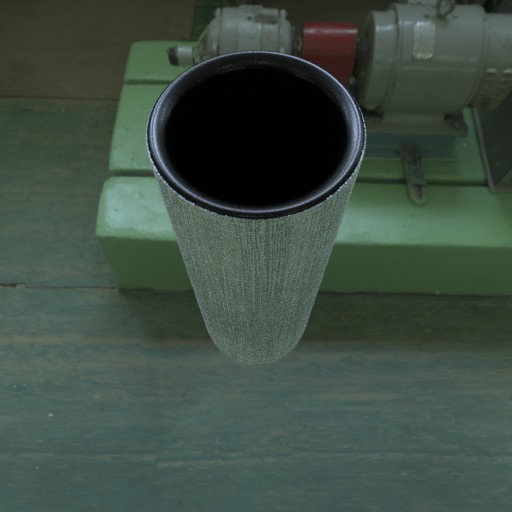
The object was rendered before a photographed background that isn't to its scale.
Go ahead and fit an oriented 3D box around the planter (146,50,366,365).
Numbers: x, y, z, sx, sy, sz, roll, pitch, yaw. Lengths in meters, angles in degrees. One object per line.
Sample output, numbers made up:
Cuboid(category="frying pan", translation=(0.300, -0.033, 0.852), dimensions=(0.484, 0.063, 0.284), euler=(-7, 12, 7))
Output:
Cuboid(category="planter", translation=(0.000, 0.000, 0.321), dimensions=(0.100, 0.270, 0.100), euler=(0, 64, 0))
